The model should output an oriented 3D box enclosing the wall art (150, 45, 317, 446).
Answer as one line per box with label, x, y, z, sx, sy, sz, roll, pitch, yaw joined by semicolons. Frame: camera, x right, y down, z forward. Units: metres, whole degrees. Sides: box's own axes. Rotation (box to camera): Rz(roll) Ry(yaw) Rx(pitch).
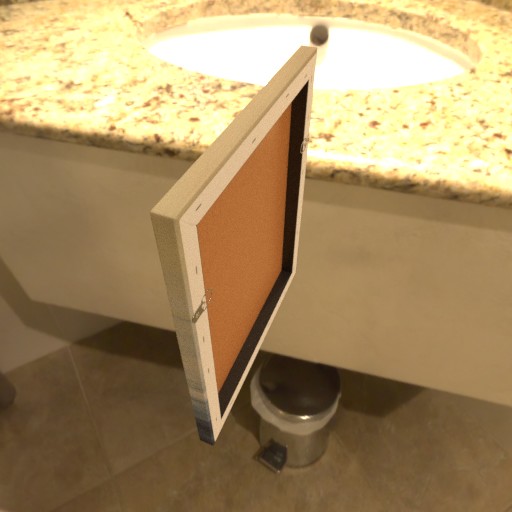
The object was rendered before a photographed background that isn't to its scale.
wall art;0.000;0.000;1.002;0.041;0.710;0.608;16;48;16
